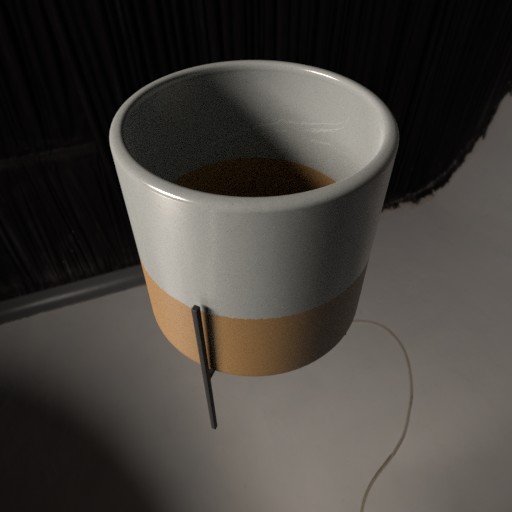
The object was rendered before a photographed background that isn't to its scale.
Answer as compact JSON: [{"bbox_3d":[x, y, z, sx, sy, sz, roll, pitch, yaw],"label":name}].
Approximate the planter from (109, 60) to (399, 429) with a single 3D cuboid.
[{"bbox_3d":[0.000,0.000,0.624,0.310,0.432,0.310,-16,48,-15],"label":"planter"}]
